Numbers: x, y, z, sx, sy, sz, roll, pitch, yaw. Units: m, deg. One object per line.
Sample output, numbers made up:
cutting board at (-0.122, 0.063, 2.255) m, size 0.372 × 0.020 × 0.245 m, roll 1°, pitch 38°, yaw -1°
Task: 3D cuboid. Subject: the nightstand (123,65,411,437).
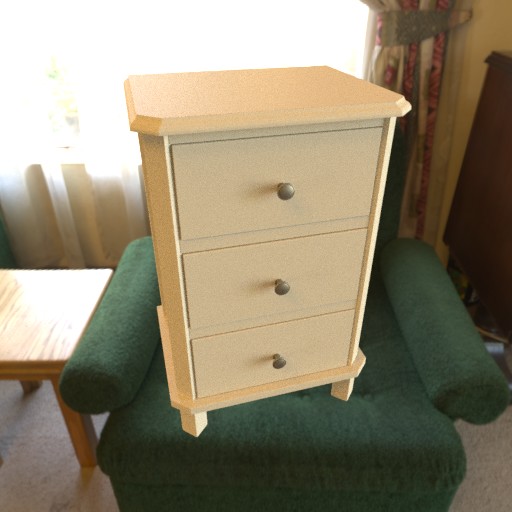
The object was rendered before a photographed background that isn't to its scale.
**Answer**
nightstand at (0.000, 0.000, 0.937) m, size 0.435 × 0.681 × 0.351 m, roll -9°, pitch 33°, yaw -13°
